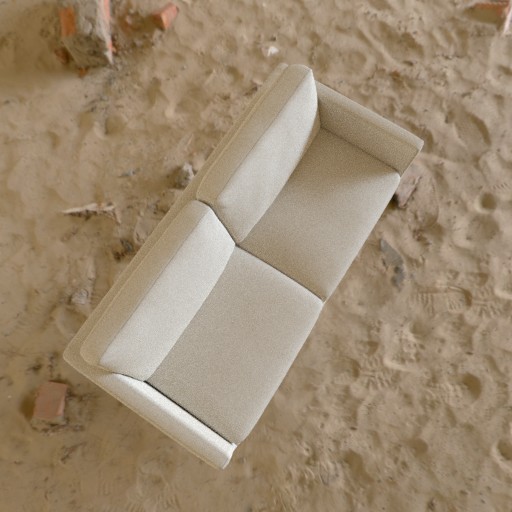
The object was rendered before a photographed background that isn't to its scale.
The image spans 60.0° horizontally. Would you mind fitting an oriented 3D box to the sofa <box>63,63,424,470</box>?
[{"bbox_3d":[0.000,0.000,2.485,0.965,0.889,1.981,32,77,8],"label":"sofa"}]
